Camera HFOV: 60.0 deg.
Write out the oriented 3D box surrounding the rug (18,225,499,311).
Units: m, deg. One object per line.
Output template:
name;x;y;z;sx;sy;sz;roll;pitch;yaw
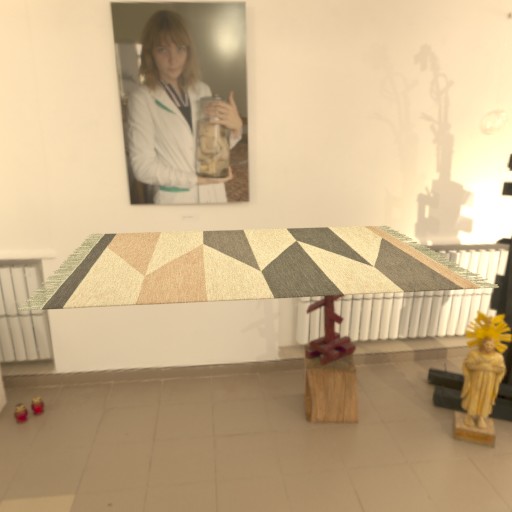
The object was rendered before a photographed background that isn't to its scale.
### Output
rug;0.000;0.000;2.401;2.021;0.027;1.224;-2;17;-7
